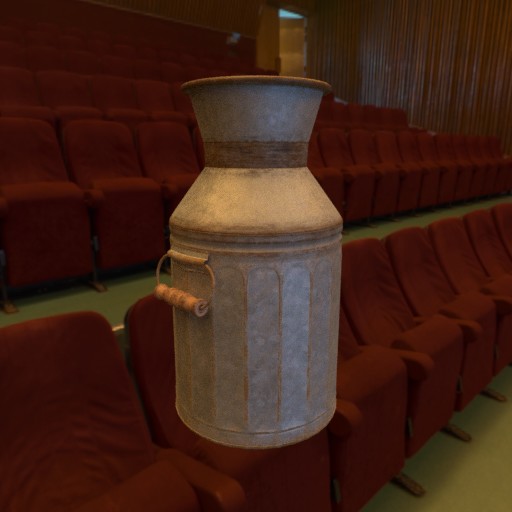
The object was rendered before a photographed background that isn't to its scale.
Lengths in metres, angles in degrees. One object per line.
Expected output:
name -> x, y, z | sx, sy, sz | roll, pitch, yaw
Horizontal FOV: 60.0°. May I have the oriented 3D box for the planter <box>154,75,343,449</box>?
planter -> 0.000, 0.000, 0.552 | 0.245, 0.396, 0.214 | -13, 19, -43
